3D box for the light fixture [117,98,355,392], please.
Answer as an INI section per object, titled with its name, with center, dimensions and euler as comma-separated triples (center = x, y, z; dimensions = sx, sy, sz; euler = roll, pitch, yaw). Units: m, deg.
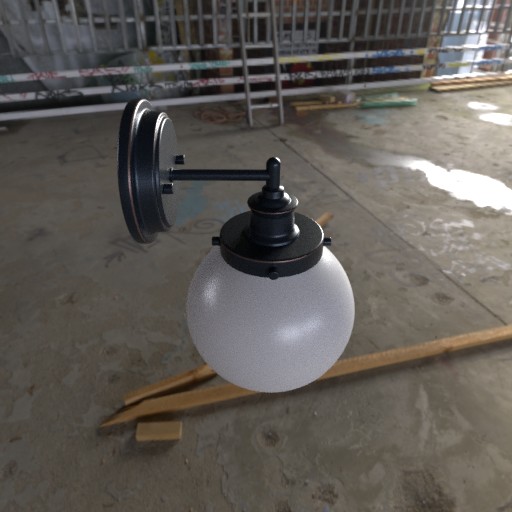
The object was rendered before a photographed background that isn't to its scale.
[light fixture]
center = 0.000, 0.000, 0.488
dimensions = 0.230, 0.332, 0.197
euler = 0, 33, 0
